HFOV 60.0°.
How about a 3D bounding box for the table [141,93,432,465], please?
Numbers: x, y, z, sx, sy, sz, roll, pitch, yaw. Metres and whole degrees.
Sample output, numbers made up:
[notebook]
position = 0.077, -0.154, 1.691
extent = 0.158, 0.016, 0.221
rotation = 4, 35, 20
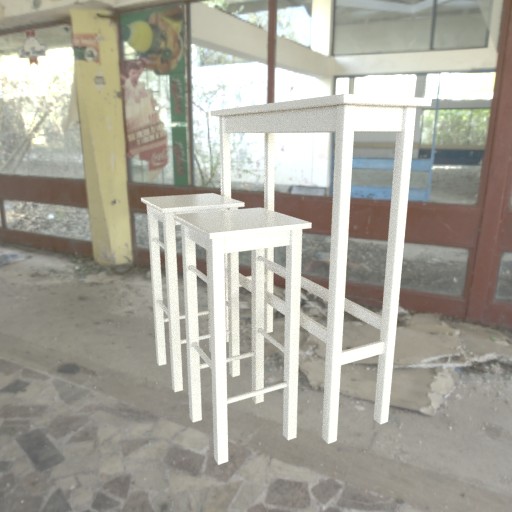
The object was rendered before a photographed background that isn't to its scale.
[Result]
[table]
position = 0.000, 0.000, 1.641
extent = 0.650, 1.065, 0.915
rotation = -8, 17, -26
